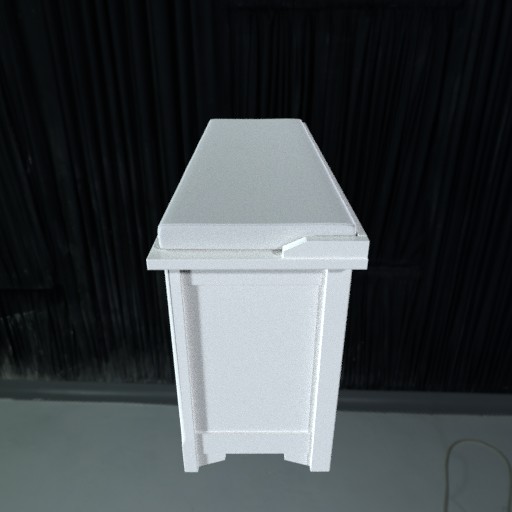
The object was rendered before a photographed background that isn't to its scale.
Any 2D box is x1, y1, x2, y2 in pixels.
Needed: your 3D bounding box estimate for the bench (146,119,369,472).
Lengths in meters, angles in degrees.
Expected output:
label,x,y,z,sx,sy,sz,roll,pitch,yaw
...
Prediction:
label,x,y,z,sx,sy,sz,roll,pitch,yaw
bench,0.000,0.000,1.243,0.346,0.589,0.987,0,27,0
